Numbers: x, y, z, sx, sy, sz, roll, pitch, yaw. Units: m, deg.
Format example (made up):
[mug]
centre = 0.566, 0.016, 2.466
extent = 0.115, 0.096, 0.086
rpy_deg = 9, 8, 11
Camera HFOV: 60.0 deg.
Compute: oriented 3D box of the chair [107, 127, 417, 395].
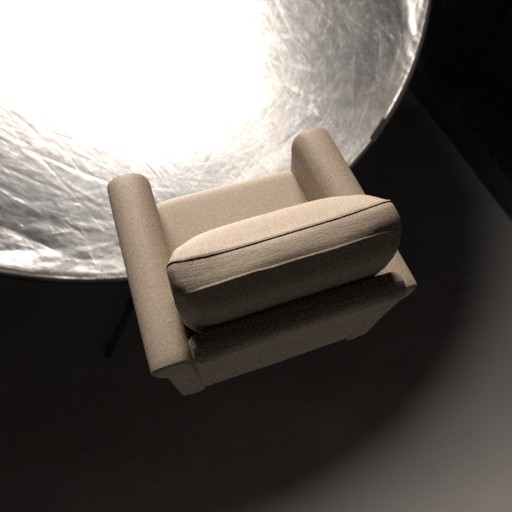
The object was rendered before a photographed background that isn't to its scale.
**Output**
[chair]
centre = 0.000, 0.000, 2.288
extent = 1.275, 1.349, 1.180
rpy_deg = -16, 59, -10
